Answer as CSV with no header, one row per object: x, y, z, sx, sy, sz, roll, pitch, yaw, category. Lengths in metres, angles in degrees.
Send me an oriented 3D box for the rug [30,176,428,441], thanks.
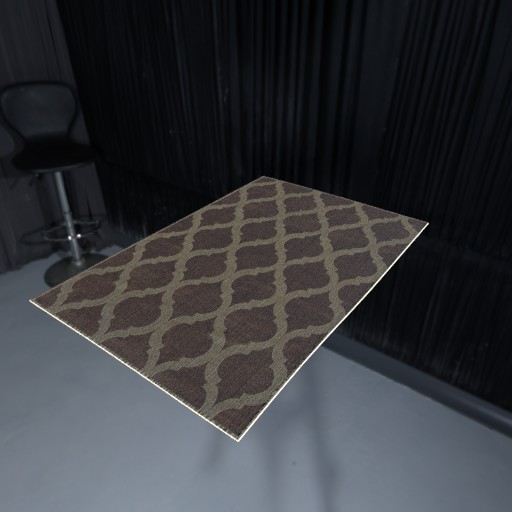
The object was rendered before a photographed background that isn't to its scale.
0.000,0.000,2.908,1.522,0.008,2.284,22,38,30,rug
